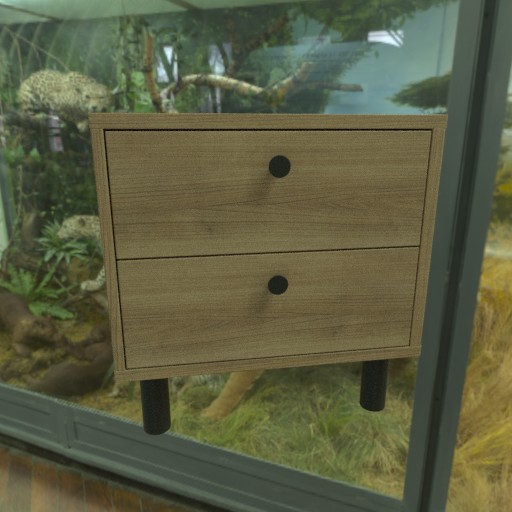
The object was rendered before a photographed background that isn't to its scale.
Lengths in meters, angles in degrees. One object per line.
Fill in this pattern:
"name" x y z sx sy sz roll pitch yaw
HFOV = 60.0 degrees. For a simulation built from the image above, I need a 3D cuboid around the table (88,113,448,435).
"table" 0.000 0.000 0.768 0.445 0.460 0.380 -3 16 -9
